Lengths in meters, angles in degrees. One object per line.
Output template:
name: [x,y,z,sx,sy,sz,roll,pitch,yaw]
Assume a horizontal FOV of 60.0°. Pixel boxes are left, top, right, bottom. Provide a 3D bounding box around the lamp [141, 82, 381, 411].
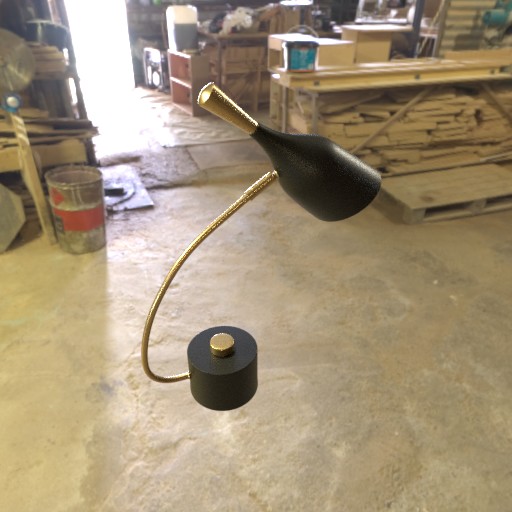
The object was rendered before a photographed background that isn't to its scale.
lamp: [0.000,0.000,0.619,0.352,0.464,0.110,-11,33,-18]
